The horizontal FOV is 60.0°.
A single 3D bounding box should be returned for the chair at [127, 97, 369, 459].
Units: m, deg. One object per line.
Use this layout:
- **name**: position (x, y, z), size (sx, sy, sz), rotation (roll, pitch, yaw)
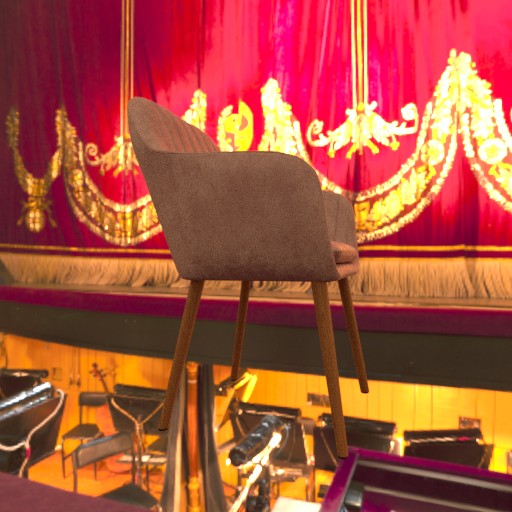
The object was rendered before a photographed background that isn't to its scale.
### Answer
- **chair**: position (0.000, 0.000, 1.226), size (0.570, 0.832, 0.610), rotation (0, 0, 19)
